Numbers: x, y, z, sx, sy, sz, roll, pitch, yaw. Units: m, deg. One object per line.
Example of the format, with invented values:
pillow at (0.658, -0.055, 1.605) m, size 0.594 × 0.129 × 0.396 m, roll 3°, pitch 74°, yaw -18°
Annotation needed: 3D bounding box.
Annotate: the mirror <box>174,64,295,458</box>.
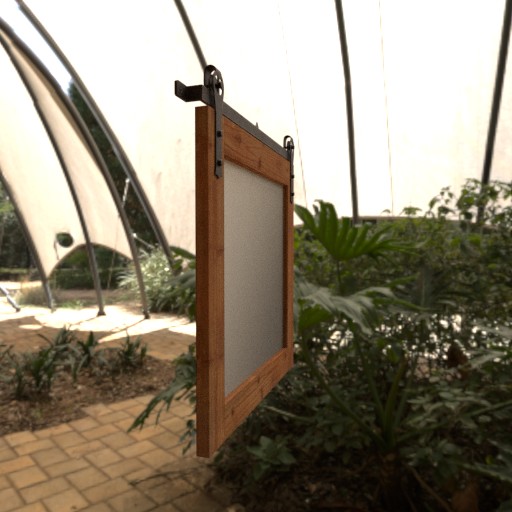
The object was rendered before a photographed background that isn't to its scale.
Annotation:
mirror at (0.000, 0.000, 1.216) m, size 0.054 × 0.800 × 0.805 m, roll 1°, pitch 2°, yaw 19°
